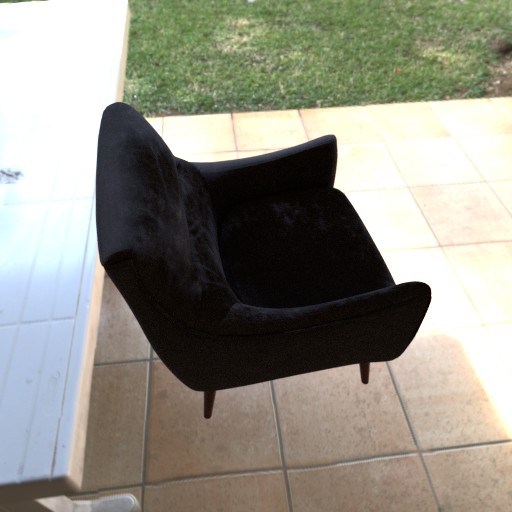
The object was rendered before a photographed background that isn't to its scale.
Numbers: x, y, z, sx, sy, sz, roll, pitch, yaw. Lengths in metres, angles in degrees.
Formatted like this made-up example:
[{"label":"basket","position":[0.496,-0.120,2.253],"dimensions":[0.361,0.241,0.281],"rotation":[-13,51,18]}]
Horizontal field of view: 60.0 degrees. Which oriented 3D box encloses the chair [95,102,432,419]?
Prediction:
[{"label":"chair","position":[0.000,0.000,1.403],"dimensions":[0.787,0.838,0.762],"rotation":[-9,48,-9]}]
